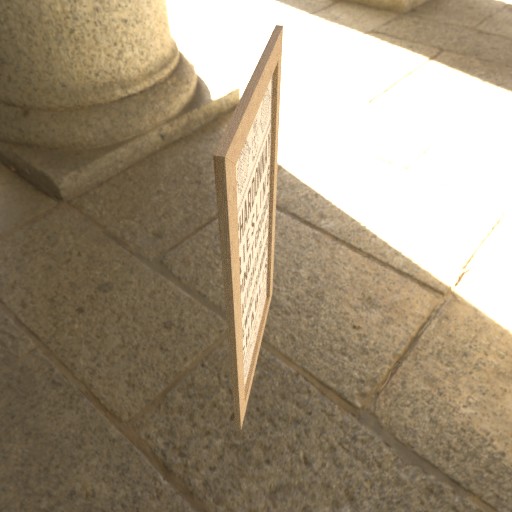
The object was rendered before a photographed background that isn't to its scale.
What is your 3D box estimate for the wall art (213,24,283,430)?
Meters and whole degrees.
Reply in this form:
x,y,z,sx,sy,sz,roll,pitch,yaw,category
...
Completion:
x,y,z,sx,sy,sz,roll,pitch,yaw,category
0.000,0.000,0.829,0.013,0.683,0.381,8,47,8,wall art
